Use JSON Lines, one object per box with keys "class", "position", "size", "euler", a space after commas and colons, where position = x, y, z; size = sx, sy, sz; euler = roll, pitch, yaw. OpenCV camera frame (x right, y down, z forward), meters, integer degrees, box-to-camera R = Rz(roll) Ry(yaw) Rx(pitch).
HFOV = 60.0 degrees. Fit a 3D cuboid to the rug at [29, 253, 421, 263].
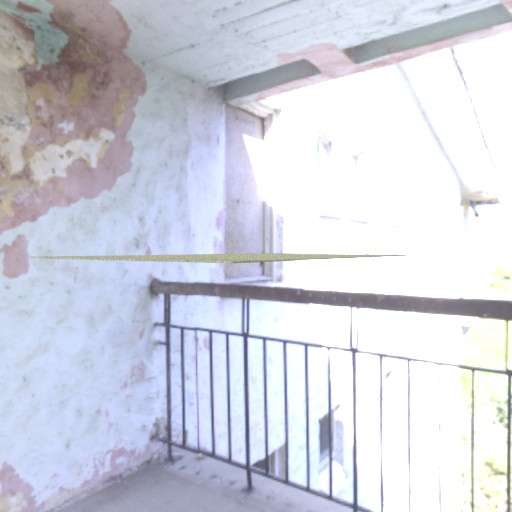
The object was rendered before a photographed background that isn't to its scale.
{"class": "rug", "position": [0.000, 0.000, 2.276], "size": [1.143, 0.006, 1.747], "euler": [1, 1, 37]}
